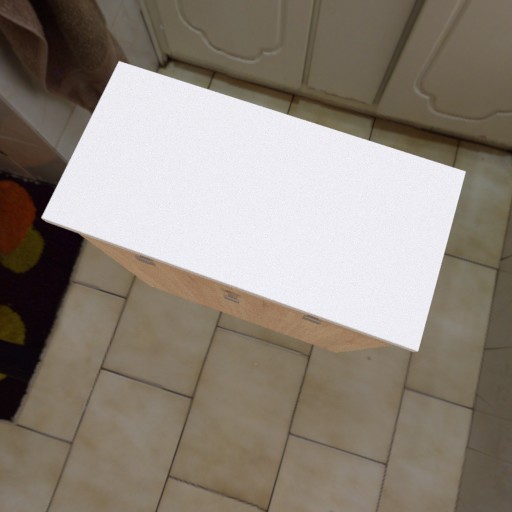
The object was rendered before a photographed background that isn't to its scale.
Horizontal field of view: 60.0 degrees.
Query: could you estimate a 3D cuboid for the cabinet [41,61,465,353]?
[{"bbox_3d":[0.000,0.000,1.087,0.600,0.815,0.296,19,77,5],"label":"cabinet"}]
